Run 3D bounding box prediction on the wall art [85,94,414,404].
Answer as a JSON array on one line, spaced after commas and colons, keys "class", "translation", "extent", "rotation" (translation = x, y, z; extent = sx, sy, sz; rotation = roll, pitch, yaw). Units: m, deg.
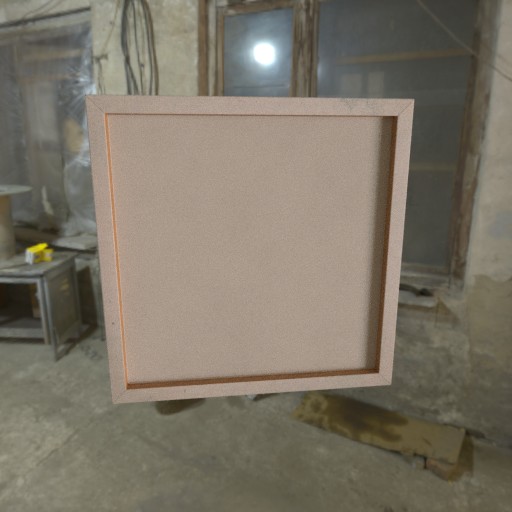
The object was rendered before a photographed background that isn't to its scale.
[{"class": "wall art", "translation": [0.000, 0.000, 1.126], "extent": [0.762, 0.762, 0.038], "rotation": [-2, 14, -7]}]
